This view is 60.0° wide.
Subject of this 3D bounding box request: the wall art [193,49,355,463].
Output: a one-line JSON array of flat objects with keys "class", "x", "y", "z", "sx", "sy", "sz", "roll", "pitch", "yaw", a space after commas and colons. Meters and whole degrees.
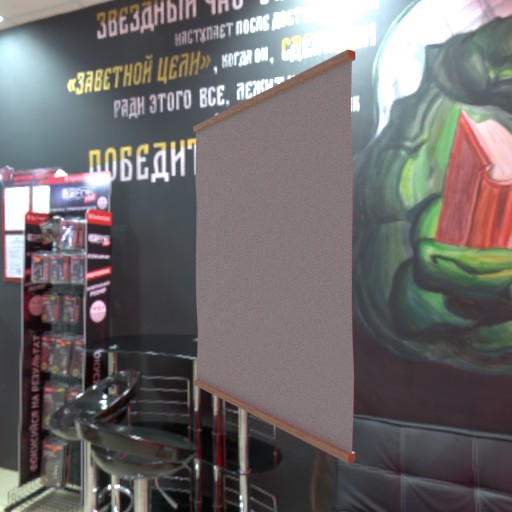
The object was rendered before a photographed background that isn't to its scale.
[{"class": "wall art", "x": 0.000, "y": 0.000, "z": 0.712, "sx": 0.013, "sy": 0.508, "sz": 0.406, "roll": 0, "pitch": 0, "yaw": -36}]
